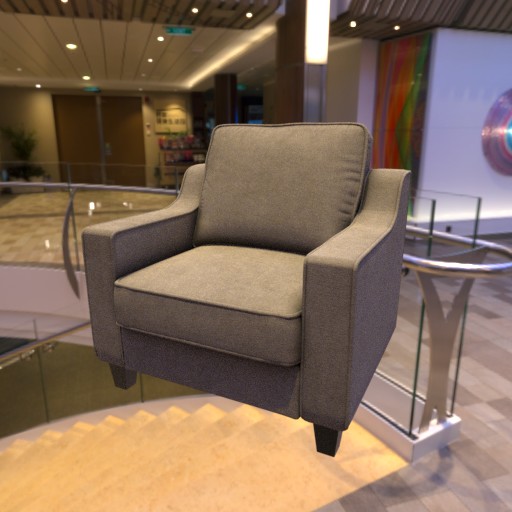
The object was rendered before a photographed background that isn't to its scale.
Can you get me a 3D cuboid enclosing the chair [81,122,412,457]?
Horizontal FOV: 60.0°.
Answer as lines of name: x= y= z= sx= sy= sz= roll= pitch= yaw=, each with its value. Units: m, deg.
chair: x=0.000 y=0.000 z=1.620 sx=0.926 sy=0.944 sz=0.840 roll=7 pitch=17 yaw=26
